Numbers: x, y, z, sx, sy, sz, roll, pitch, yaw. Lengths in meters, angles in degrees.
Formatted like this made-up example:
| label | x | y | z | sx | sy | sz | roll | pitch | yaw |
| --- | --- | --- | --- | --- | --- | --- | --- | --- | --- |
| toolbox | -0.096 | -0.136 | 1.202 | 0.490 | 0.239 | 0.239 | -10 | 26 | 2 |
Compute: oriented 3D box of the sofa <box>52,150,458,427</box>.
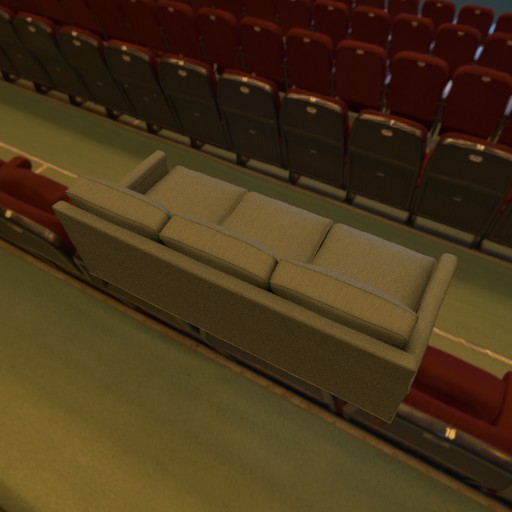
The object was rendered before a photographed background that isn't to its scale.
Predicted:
| label | x | y | z | sx | sy | sz | roll | pitch | yaw |
| --- | --- | --- | --- | --- | --- | --- | --- | --- | --- |
| sofa | 0.000 | 0.000 | 2.810 | 2.246 | 1.003 | 1.084 | 23 | 52 | 19 |
